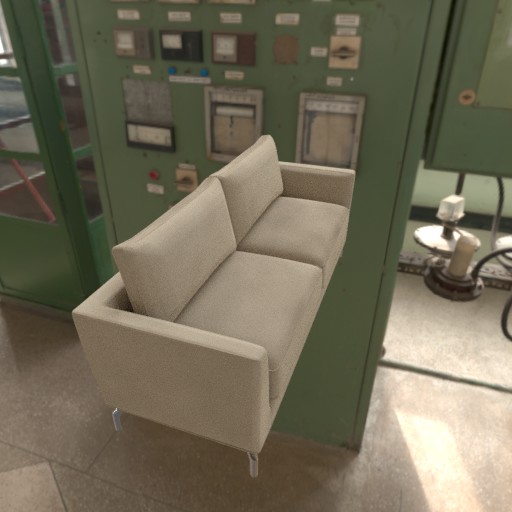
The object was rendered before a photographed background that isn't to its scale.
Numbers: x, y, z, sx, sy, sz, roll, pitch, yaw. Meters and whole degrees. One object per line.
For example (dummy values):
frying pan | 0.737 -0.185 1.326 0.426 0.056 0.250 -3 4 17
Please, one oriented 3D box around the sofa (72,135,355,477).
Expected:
sofa | 0.000 0.000 2.745 0.868 1.005 2.214 10 32 17
